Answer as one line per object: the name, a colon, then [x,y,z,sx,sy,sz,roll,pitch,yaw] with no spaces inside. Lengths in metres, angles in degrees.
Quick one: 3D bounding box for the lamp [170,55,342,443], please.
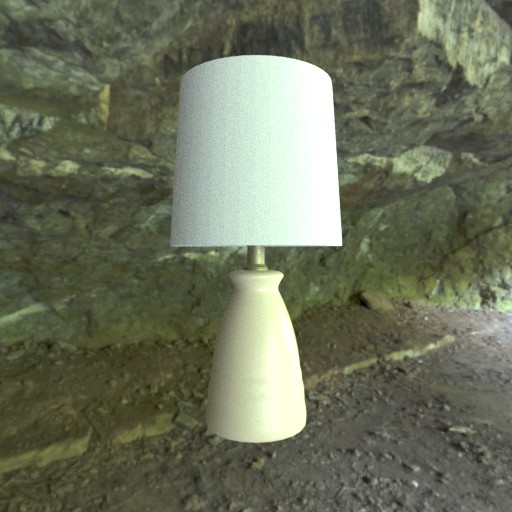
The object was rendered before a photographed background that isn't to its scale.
lamp: [0.000,0.000,0.489,0.186,0.369,0.186,0,1,0]
